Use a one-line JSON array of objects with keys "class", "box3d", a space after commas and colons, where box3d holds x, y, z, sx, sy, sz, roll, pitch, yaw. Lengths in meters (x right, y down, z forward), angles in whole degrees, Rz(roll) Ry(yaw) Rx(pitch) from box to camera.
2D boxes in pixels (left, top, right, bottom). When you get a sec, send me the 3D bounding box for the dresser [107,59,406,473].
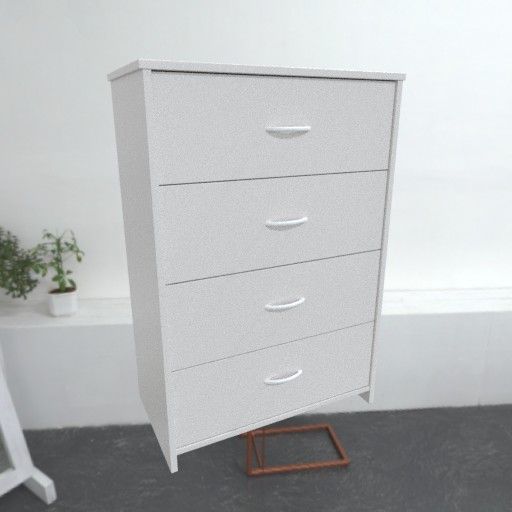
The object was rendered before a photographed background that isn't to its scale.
[{"class": "dresser", "box3d": [0.000, 0.000, 1.336, 0.704, 1.021, 0.401, -9, 20, -25]}]
